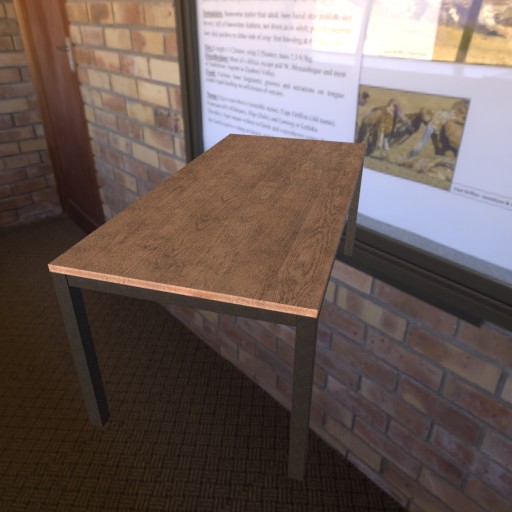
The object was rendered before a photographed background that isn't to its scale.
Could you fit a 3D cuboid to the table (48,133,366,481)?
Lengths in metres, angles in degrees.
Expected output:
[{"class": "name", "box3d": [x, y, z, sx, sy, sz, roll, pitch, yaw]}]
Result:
[{"class": "table", "box3d": [0.000, 0.000, 2.289, 0.893, 0.767, 1.805, 8, 30, 14]}]
